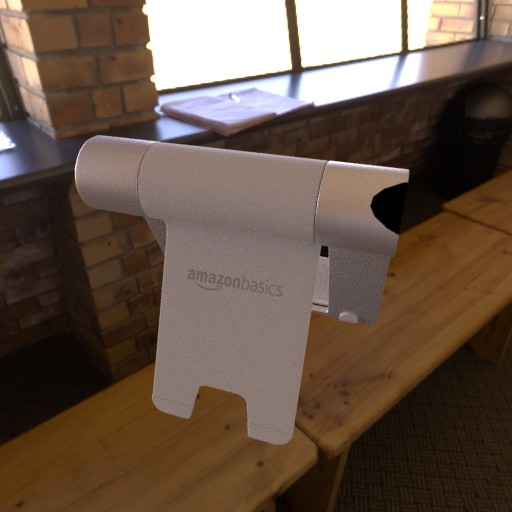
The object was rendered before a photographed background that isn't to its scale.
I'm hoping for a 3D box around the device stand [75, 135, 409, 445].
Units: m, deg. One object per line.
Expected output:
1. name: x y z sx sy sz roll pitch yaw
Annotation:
1. device stand: 0.000 0.000 0.150 0.086 0.084 0.079 10 34 15
